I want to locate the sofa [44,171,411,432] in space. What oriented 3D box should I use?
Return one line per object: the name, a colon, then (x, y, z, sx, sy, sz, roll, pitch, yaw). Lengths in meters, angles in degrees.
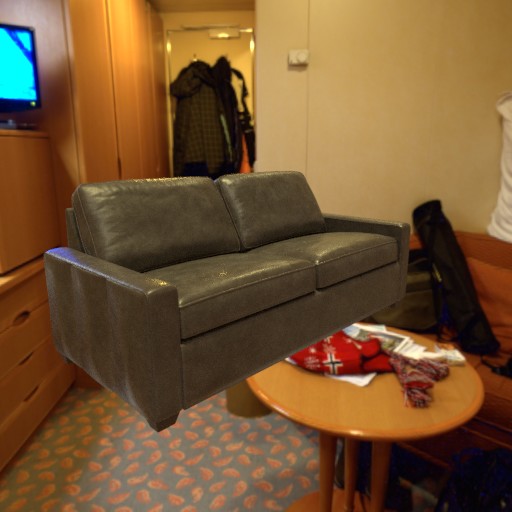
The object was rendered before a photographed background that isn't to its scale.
sofa: (0.000, 0.000, 2.597, 0.939, 0.916, 2.081, 13, 19, 43)
